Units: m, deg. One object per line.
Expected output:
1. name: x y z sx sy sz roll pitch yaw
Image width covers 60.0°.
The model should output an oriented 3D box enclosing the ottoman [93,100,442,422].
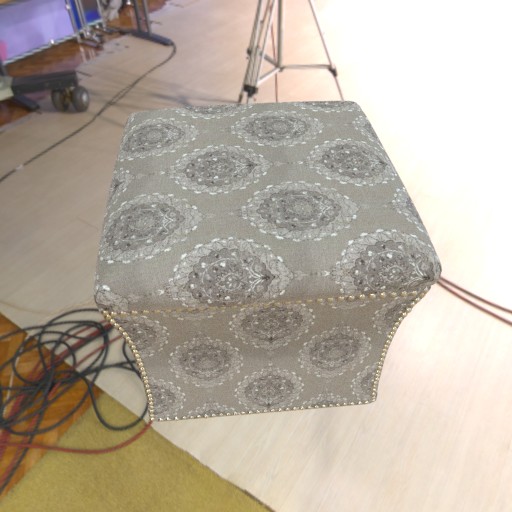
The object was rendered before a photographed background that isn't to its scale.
1. ottoman: 0.000 0.000 0.910 0.507 0.473 0.497 -4 47 -3
